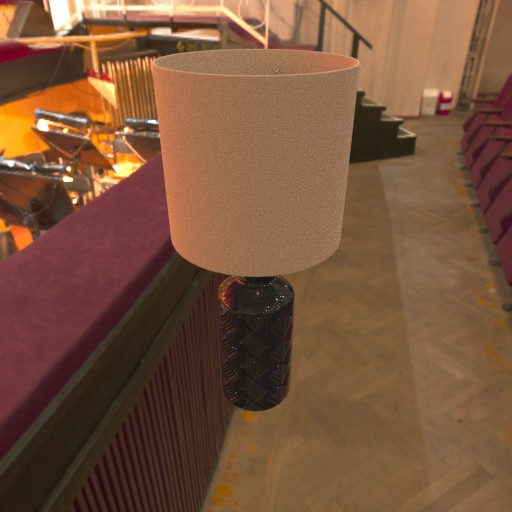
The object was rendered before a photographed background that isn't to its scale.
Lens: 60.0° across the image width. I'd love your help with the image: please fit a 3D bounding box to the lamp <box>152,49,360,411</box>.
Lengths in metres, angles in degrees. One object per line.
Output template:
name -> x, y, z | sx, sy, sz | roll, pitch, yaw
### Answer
lamp -> 0.000, 0.000, 0.565 | 0.207, 0.461, 0.207 | 9, 32, 15
